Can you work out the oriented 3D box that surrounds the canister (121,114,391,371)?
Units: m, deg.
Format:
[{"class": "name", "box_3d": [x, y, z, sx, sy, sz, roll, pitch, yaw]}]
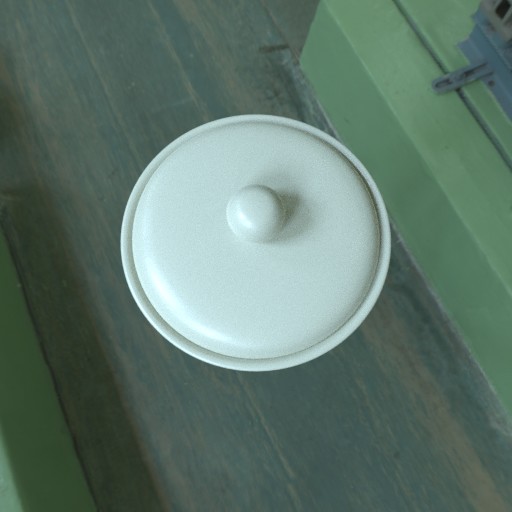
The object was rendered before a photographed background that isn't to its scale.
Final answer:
[{"class": "canister", "box_3d": [0.000, 0.000, 0.353, 0.181, 0.211, 0.181, 0, 74, 0]}]
